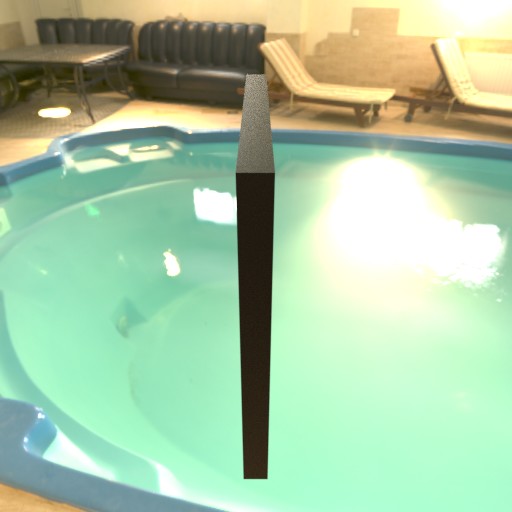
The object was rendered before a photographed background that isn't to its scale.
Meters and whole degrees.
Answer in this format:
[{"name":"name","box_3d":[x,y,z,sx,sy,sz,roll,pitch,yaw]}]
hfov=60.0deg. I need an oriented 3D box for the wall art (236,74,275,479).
[{"name":"wall art","box_3d":[0.000,0.000,0.772,0.038,0.506,0.506,0,32,0]}]
